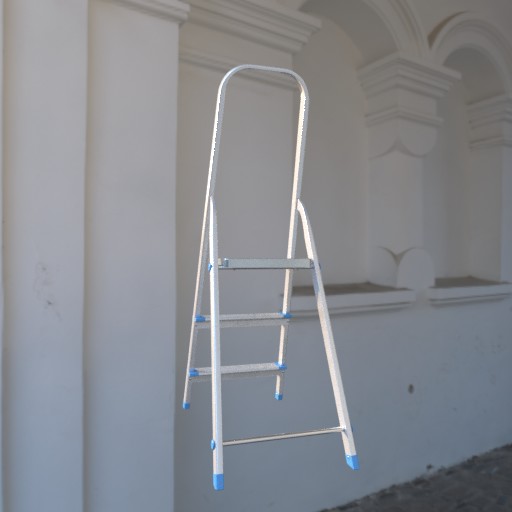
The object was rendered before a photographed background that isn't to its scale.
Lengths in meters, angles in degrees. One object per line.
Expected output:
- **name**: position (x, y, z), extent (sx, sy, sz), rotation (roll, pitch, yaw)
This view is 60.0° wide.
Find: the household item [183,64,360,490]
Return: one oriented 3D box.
- **household item**: position (0.000, 0.000, 1.534), extent (0.420, 1.215, 0.687), rotation (0, 0, -16)
